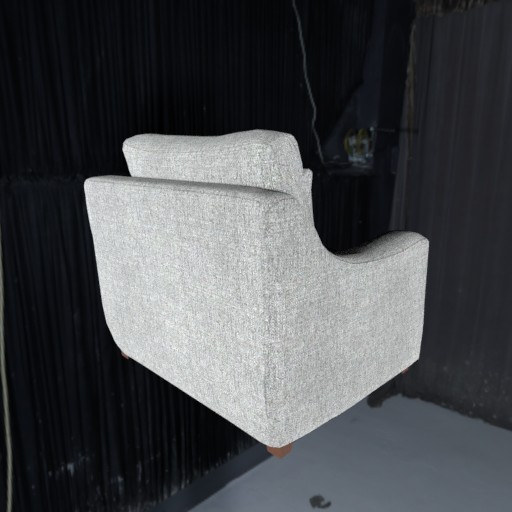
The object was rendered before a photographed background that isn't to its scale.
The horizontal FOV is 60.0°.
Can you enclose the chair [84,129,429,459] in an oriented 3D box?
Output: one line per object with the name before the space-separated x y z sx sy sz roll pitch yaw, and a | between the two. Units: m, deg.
chair | 0.000 0.000 1.932 1.009 1.037 1.138 -13 19 -43
